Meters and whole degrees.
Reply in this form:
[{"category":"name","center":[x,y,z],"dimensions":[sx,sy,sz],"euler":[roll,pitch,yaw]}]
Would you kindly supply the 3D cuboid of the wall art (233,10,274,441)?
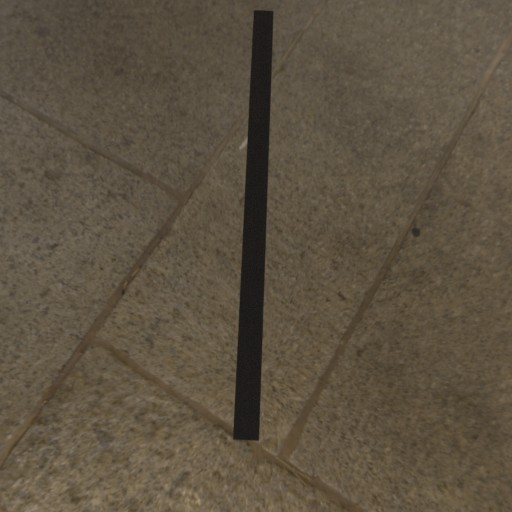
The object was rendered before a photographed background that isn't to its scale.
[{"category":"wall art","center":[0.000,0.000,1.111],"dimensions":[0.038,0.762,0.762],"euler":[2,75,1]}]
